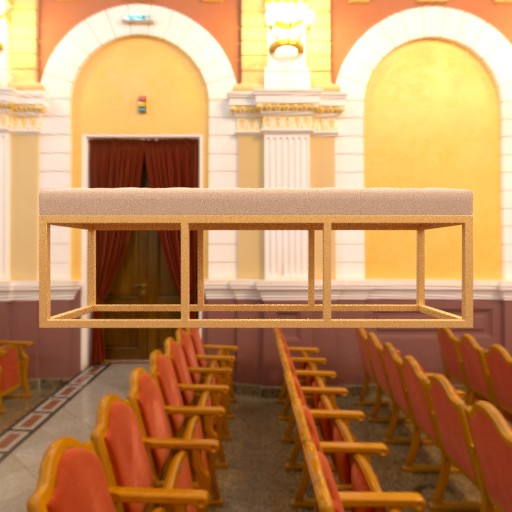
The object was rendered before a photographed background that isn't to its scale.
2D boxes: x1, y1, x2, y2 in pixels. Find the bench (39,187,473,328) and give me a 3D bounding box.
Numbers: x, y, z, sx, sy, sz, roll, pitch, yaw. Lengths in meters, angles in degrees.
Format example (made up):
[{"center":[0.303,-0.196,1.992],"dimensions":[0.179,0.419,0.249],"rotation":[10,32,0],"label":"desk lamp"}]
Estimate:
[{"center":[0.000,0.000,1.724],"dimensions":[1.473,0.484,0.457],"rotation":[0,0,0],"label":"bench"}]
